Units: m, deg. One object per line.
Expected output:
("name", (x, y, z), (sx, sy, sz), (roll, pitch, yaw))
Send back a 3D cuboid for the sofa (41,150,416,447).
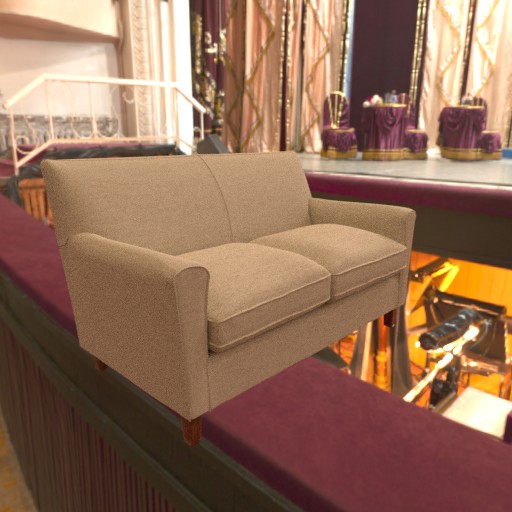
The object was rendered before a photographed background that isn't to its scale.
("sofa", (0.000, 0.000, 2.023), (0.891, 0.892, 1.482), (14, 21, 43))
